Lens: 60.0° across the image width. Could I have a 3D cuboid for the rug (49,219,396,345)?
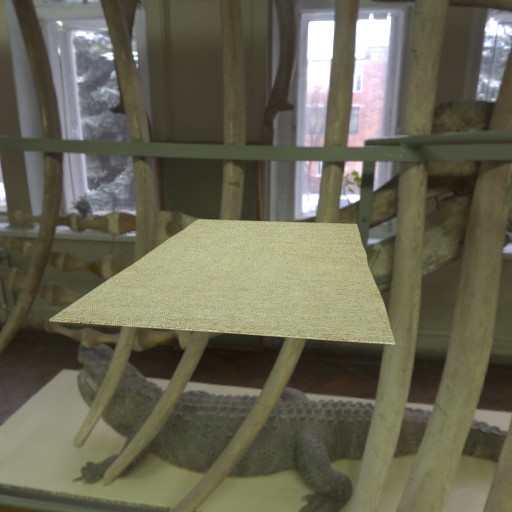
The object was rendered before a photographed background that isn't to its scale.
[{"bbox_3d":[0.000,0.000,3.059,1.533,0.011,2.439,2,16,8],"label":"rug"}]
